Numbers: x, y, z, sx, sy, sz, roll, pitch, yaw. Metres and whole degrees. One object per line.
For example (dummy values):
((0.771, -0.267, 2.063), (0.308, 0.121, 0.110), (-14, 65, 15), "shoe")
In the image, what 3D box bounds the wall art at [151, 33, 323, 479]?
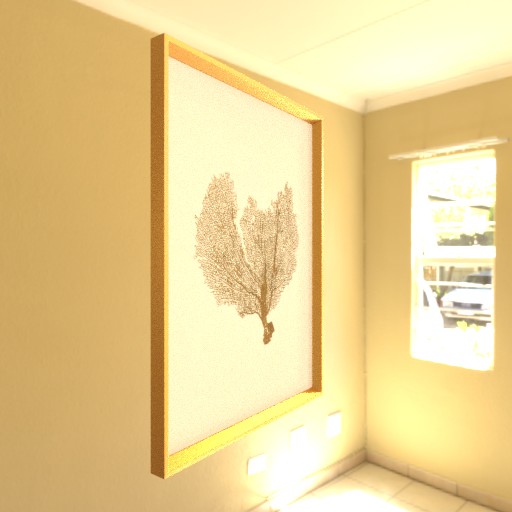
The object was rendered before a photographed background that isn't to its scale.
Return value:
((0.000, 0.000, 1.061), (0.038, 0.812, 0.610), (0, 0, 37), "wall art")
